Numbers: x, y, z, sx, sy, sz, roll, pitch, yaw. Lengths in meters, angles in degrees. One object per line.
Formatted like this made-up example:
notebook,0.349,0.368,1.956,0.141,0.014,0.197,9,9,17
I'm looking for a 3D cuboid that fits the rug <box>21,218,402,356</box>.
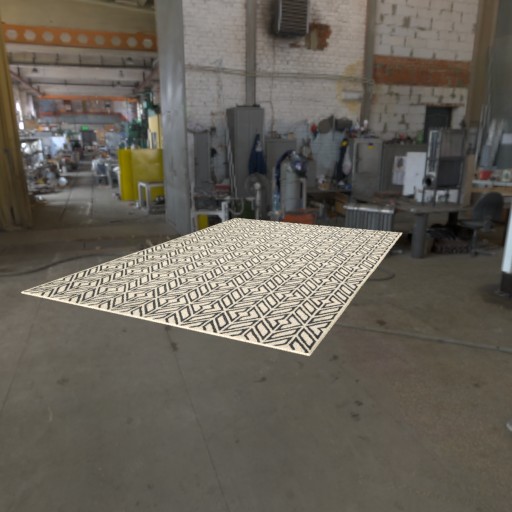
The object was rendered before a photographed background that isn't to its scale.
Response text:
rug,0.000,0.000,2.322,1.220,0.007,1.828,7,17,25
